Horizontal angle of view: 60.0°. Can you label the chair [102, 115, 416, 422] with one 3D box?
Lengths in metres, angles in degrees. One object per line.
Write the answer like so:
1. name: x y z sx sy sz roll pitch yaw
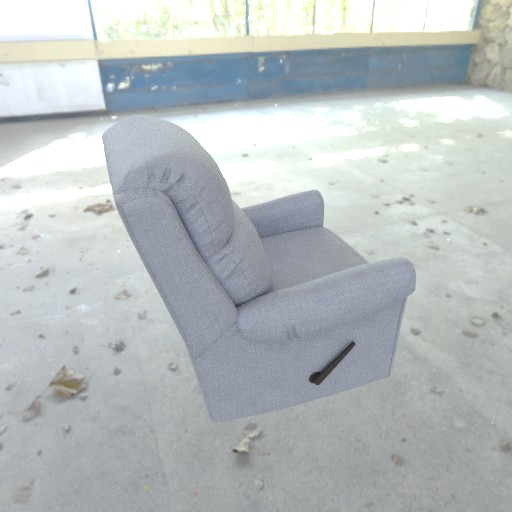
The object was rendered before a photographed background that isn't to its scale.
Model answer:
1. chair: 0.000 0.000 1.779 1.014 1.054 0.838 -10 31 -17
